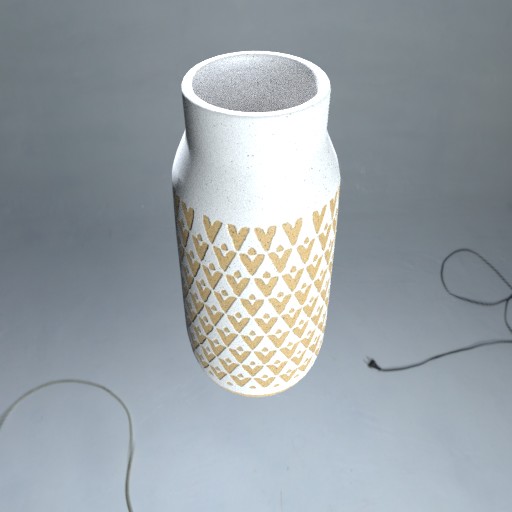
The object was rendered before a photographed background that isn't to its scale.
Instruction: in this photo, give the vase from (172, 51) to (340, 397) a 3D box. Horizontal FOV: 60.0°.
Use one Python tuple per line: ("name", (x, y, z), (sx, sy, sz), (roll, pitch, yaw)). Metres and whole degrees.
("vase", (0.000, 0.000, 0.378), (0.137, 0.307, 0.137), (0, 46, 0))
